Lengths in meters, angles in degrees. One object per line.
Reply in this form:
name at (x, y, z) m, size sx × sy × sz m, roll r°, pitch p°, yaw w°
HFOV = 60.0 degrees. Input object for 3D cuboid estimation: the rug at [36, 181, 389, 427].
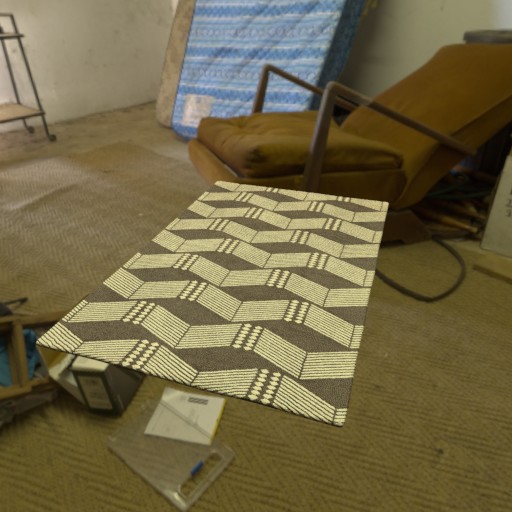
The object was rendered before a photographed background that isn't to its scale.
rug at (0.000, 0.000, 2.311) m, size 1.210 × 0.016 × 1.833 m, roll 10°, pitch 32°, yaw 16°
